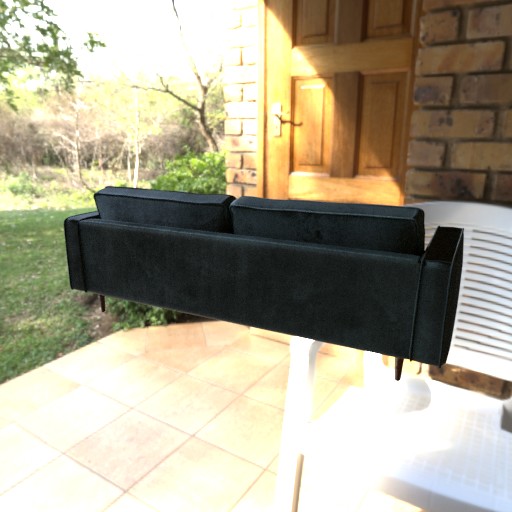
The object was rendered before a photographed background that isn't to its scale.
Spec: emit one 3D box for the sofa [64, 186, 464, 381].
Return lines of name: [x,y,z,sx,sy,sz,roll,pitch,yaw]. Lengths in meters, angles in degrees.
sofa: [0.000,0.000,2.626,2.214,0.781,0.886,8,17,25]
